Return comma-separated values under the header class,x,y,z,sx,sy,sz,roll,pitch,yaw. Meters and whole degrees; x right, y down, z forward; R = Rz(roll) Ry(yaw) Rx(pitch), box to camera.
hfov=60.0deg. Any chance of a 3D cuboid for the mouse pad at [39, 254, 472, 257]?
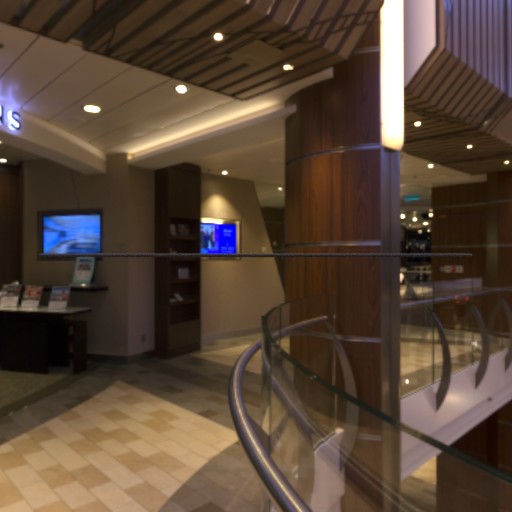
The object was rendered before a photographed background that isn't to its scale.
class,x,y,z,sx,sy,sz,roll,pitch,yaw
mouse pad,0.000,0.000,0.438,0.315,0.002,0.269,0,0,0
